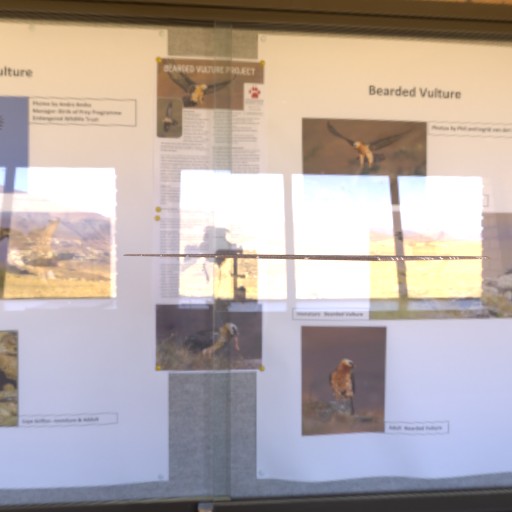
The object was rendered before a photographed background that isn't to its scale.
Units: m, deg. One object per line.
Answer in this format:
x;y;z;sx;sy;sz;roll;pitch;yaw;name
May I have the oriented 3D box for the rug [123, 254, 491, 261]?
0.000;0.000;2.724;0.773;0.012;2.464;0;1;-37;rug
